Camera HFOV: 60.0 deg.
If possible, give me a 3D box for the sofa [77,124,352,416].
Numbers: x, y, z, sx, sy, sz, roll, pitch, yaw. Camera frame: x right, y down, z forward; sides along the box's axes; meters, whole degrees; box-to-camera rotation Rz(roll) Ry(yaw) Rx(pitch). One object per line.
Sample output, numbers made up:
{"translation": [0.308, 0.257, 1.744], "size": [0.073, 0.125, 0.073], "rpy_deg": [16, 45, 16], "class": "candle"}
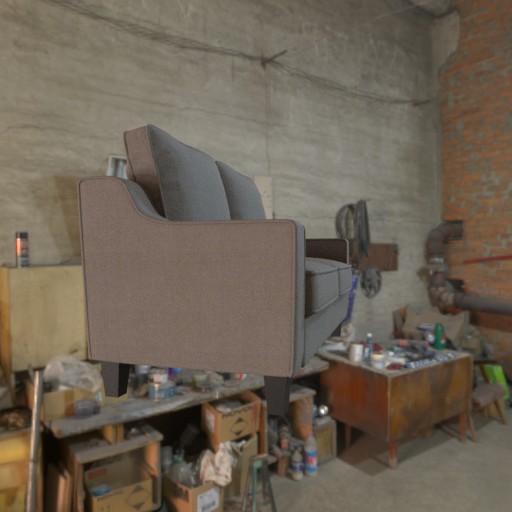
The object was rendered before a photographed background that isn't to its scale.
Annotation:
{"translation": [0.000, 0.000, 2.075], "size": [0.791, 0.948, 1.500], "rpy_deg": [0, 0, 17], "class": "sofa"}
